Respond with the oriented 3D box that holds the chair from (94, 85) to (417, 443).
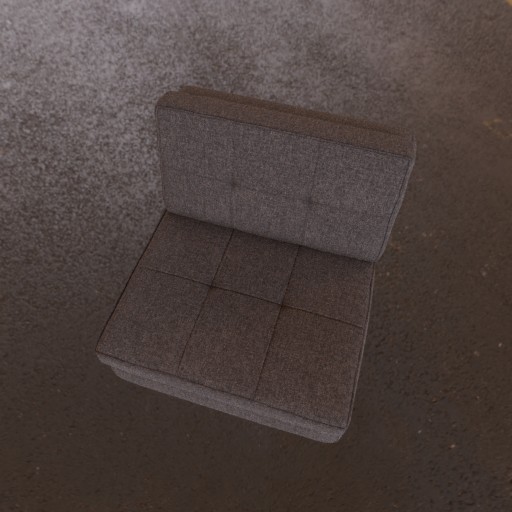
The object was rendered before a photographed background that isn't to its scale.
[{"bbox_3d":[0.000,0.000,1.313,0.740,0.615,0.800,14,59,9],"label":"chair"}]
